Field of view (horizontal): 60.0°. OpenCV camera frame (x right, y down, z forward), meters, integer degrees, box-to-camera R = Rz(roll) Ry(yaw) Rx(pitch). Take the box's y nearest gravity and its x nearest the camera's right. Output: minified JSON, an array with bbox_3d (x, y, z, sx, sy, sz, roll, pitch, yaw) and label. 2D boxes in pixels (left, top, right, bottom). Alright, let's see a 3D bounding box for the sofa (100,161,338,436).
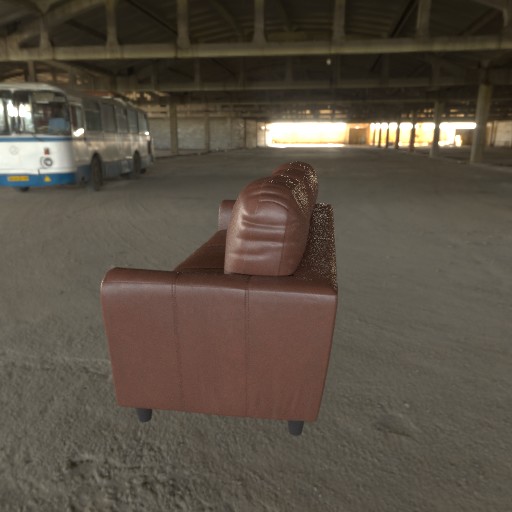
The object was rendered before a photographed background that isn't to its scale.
[{"bbox_3d":[0.000,0.000,2.328,0.802,0.915,1.862,2,15,9],"label":"sofa"}]
